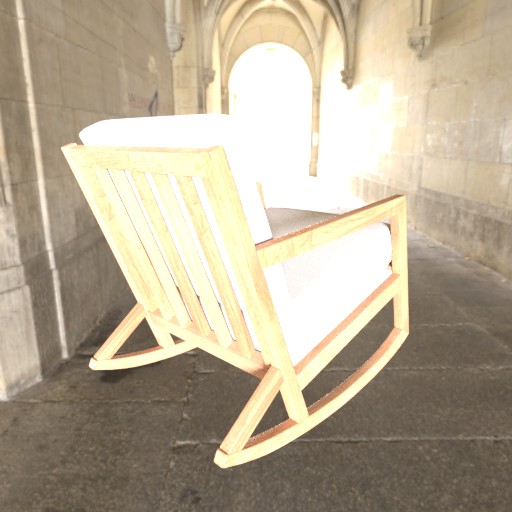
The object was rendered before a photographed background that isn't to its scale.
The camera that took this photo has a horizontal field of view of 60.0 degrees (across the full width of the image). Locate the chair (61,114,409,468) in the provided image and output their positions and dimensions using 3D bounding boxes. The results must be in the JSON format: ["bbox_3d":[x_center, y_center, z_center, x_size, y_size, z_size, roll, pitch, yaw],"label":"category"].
[{"bbox_3d":[0.000,0.000,1.353,0.622,0.790,0.857,14,20,43],"label":"chair"}]
